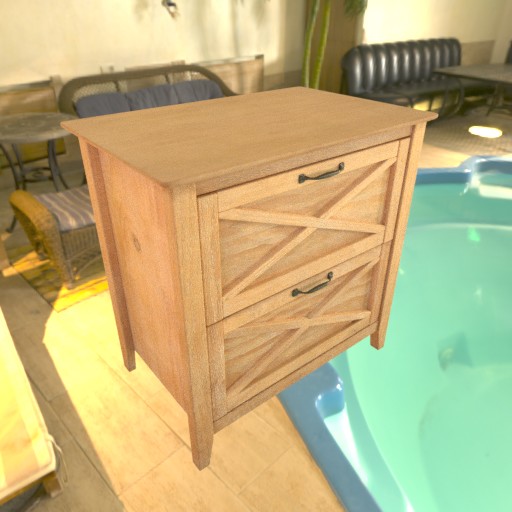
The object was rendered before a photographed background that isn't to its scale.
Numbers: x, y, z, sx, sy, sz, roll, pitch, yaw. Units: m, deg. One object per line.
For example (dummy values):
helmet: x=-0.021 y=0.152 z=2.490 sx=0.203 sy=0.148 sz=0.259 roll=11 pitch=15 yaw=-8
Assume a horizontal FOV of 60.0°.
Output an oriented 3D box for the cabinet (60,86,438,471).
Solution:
cabinet: x=0.000 y=0.000 z=1.246 sx=0.763 sy=0.762 sz=0.503 roll=-22 pitch=37 yaw=-33
